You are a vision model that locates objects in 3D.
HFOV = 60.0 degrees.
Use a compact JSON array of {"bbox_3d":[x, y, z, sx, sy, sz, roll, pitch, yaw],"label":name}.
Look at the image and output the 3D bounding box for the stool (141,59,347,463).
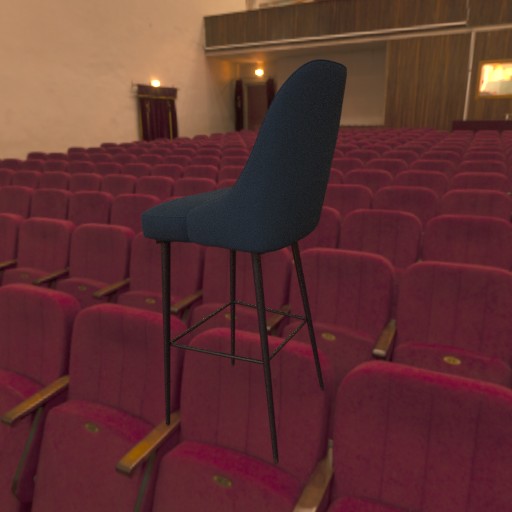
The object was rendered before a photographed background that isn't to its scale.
[{"bbox_3d":[0.000,0.000,1.381,0.489,1.079,0.527,8,18,26],"label":"stool"}]
